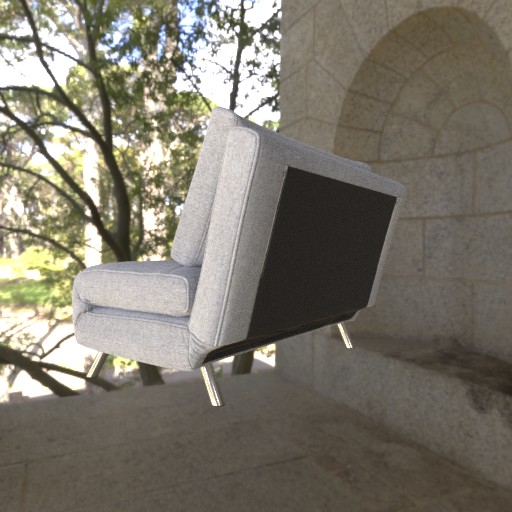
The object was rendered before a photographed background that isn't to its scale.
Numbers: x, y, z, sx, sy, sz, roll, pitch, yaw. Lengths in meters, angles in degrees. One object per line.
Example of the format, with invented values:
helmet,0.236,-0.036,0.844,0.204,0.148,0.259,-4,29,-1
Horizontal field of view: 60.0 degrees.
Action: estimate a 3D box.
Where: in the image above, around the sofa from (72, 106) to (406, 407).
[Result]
sofa,0.000,0.000,1.901,0.910,0.910,1.220,1,1,36
